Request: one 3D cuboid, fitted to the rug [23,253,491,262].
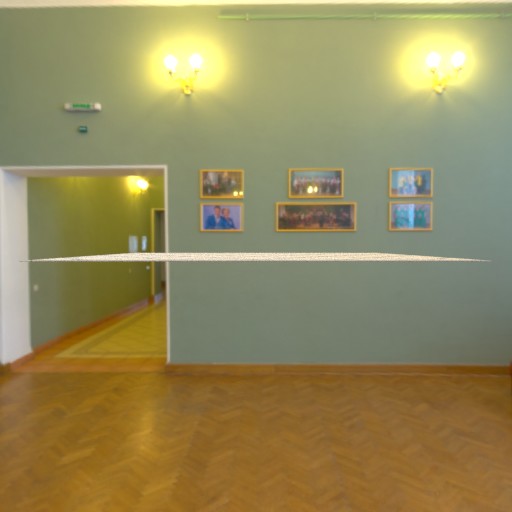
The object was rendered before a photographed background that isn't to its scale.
[{"bbox_3d":[0.000,0.000,4.038,3.051,0.013,2.380,0,1,0],"label":"rug"}]
